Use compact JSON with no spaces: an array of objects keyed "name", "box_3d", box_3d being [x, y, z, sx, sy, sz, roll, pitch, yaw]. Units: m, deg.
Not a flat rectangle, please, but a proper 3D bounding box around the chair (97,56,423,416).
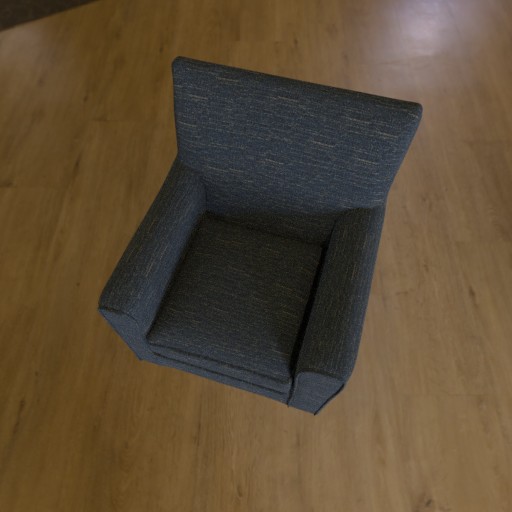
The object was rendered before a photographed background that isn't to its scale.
[{"name":"chair","box_3d":[0.000,0.000,1.653,0.864,0.928,0.873,15,60,9]}]
